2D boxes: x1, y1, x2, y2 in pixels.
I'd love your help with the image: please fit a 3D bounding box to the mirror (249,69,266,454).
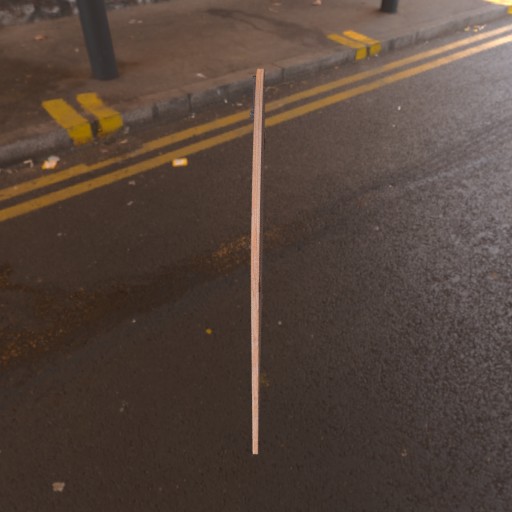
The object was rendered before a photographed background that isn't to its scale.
[{"bbox_3d":[0.000,0.000,1.150,0.032,0.915,0.609,1,41,1],"label":"mirror"}]
